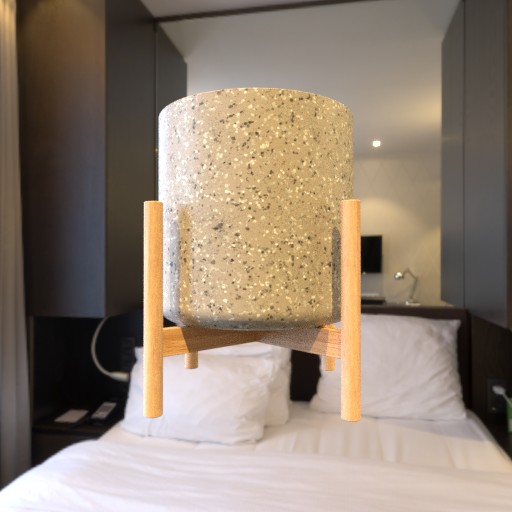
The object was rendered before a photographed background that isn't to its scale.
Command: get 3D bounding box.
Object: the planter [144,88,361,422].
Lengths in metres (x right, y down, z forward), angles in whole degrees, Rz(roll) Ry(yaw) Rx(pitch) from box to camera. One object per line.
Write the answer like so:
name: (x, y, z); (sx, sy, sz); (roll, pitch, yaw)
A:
planter: (0.000, 0.000, 0.704); (0.360, 0.419, 0.360); (0, -1, -20)
